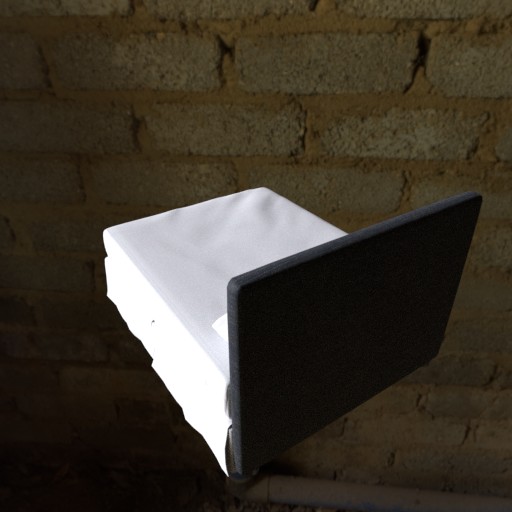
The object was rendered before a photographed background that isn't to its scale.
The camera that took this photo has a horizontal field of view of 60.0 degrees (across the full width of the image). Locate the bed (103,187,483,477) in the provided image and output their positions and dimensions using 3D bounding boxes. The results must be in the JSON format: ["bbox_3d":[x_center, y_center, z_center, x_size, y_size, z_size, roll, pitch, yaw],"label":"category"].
[{"bbox_3d":[0.000,0.000,3.175,1.723,1.330,2.142,-19,36,-28],"label":"bed"}]
